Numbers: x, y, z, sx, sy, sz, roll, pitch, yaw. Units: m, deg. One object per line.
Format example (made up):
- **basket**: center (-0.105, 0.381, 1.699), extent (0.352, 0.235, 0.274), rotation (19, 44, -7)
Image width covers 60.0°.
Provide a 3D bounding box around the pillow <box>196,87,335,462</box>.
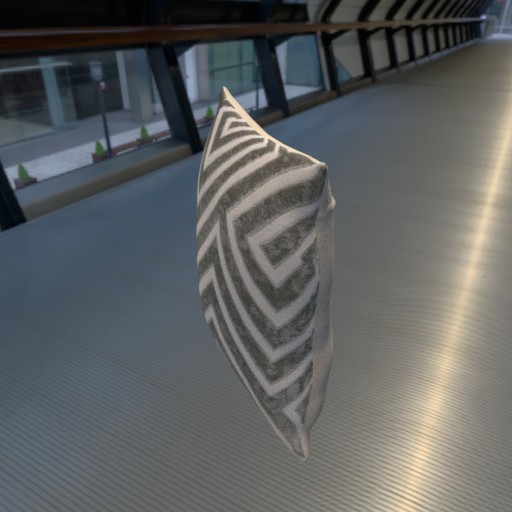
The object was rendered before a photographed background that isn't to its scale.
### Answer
- **pillow**: center (0.000, 0.000, 0.691), extent (0.182, 0.441, 0.440), rotation (-8, 30, -14)
